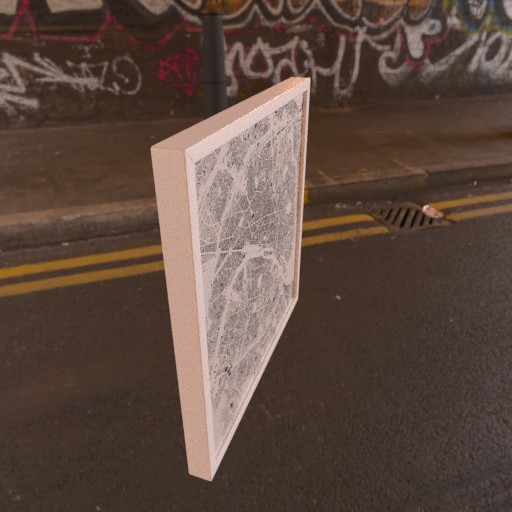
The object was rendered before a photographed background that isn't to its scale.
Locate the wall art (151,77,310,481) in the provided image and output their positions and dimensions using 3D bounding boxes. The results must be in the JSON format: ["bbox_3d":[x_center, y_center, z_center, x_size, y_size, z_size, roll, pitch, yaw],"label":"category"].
[{"bbox_3d":[0.000,0.000,0.758,0.038,0.508,0.508,10,31,17],"label":"wall art"}]
